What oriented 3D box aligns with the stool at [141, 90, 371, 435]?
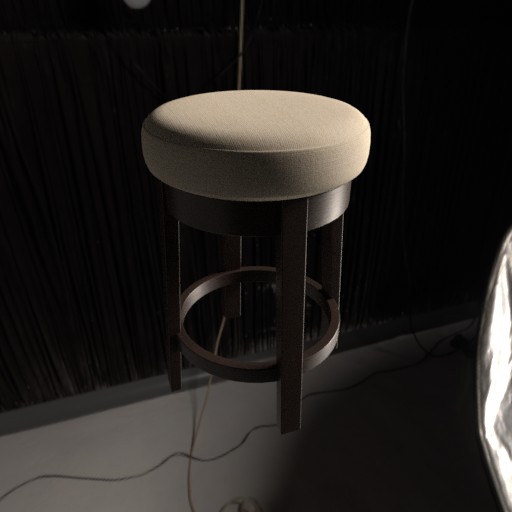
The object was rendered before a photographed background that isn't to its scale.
[{"bbox_3d":[0.000,0.000,0.988,0.449,0.655,0.449,0,30,0],"label":"stool"}]
